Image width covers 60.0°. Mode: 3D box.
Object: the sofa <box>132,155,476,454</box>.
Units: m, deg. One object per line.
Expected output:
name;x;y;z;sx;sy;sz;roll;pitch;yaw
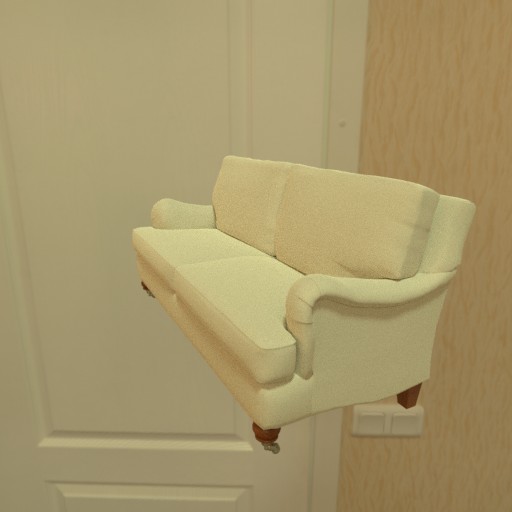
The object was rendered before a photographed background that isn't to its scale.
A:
sofa;0.000;0.000;2.688;1.086;1.087;2.159;-8;19;-26
